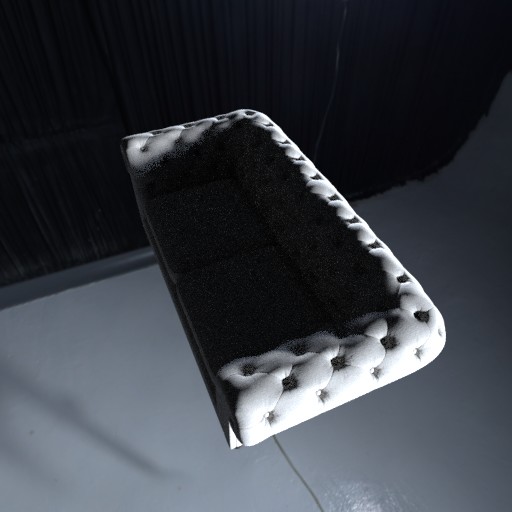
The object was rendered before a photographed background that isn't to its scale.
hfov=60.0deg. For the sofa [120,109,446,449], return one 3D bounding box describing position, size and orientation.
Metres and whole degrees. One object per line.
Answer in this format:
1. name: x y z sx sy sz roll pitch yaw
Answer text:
1. sofa: 0.000 0.000 2.449 0.986 0.764 1.998 -18 49 -16
